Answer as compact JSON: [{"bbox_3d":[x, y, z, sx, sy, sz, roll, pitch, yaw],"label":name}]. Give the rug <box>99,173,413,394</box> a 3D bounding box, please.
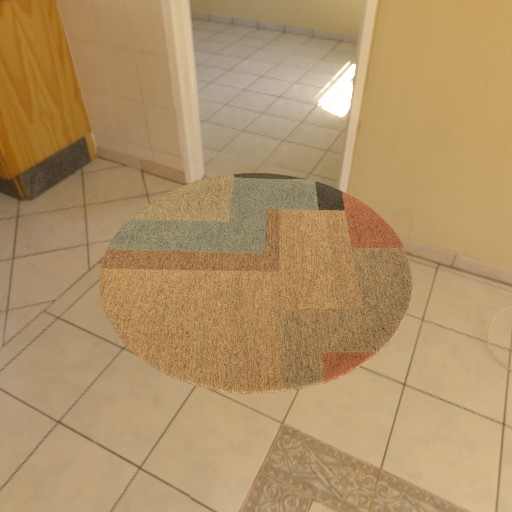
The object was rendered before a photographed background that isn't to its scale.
[{"bbox_3d":[0.000,0.000,3.589,2.461,0.033,2.461,0,43,0],"label":"rug"}]
